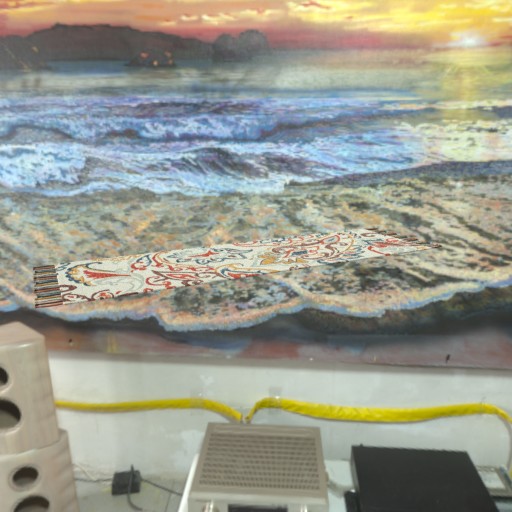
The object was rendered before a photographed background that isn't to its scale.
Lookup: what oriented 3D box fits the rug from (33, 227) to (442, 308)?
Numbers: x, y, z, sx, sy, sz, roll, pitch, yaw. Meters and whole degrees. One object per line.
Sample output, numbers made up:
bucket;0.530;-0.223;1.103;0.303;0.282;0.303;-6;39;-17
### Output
rug;0.000;0.000;2.970;2.682;0.015;0.763;-7;17;-26
